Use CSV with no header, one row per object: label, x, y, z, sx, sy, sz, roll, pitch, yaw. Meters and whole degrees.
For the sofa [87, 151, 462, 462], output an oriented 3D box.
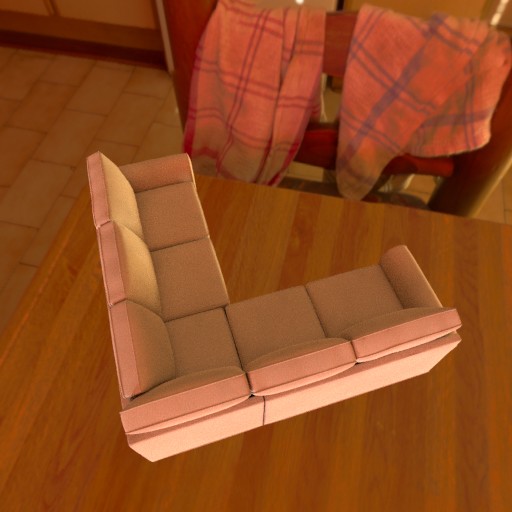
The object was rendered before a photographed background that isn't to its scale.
sofa,0.000,0.000,3.869,2.487,1.053,2.562,-15,59,-9
